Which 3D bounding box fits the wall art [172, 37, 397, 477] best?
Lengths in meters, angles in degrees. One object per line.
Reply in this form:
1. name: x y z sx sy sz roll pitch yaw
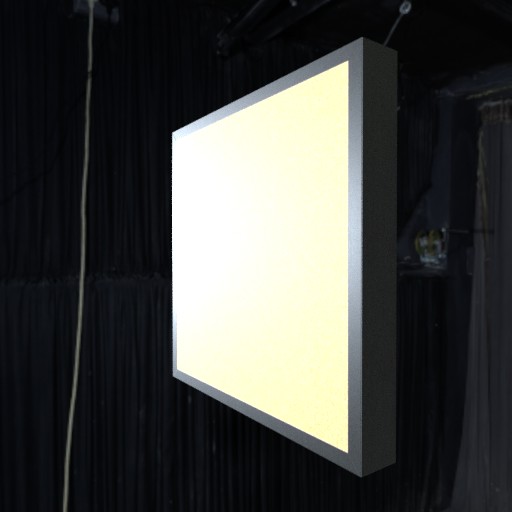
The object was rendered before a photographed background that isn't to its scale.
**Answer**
1. wall art: 0.000 0.000 0.440 0.038 0.304 0.304 -1 1 -36
